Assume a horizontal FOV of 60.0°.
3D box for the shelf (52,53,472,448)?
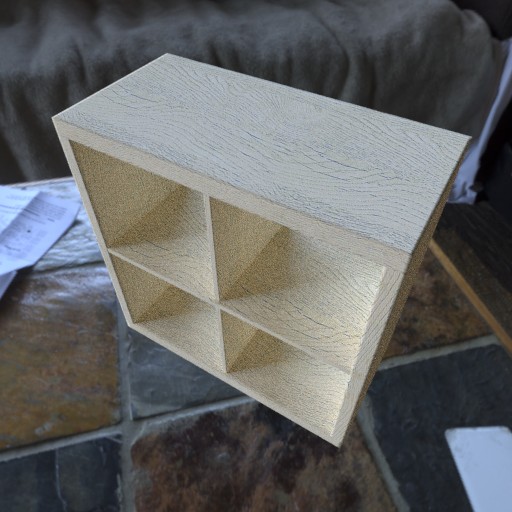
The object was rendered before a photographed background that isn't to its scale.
[{"bbox_3d":[0.000,0.000,1.211,0.790,0.786,0.390,24,51,21],"label":"shelf"}]
